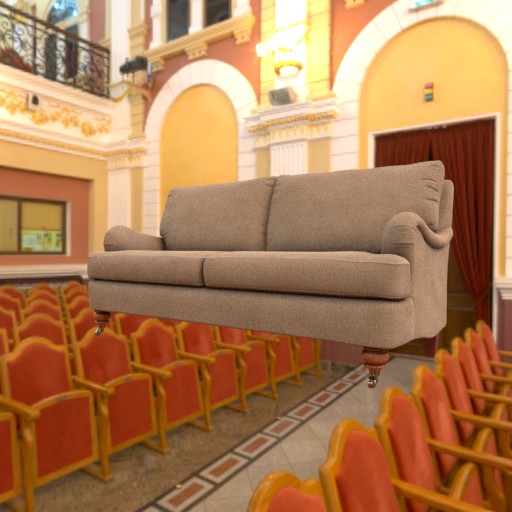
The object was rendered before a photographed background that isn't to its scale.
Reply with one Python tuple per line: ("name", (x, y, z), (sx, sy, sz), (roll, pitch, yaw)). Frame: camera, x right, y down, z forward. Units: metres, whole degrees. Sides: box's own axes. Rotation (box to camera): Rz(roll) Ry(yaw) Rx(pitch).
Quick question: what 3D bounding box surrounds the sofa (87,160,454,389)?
("sofa", (0.000, 0.000, 2.821), (2.193, 1.096, 1.069), (1, 1, 36))
